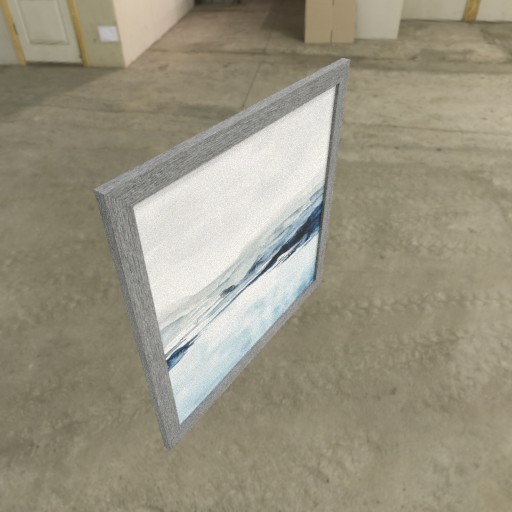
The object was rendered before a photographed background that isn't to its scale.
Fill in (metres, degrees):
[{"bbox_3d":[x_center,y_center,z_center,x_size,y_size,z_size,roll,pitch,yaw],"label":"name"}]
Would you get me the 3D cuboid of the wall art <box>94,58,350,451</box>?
[{"bbox_3d":[0.000,0.000,0.999,0.020,0.685,0.685,25,46,27],"label":"wall art"}]
